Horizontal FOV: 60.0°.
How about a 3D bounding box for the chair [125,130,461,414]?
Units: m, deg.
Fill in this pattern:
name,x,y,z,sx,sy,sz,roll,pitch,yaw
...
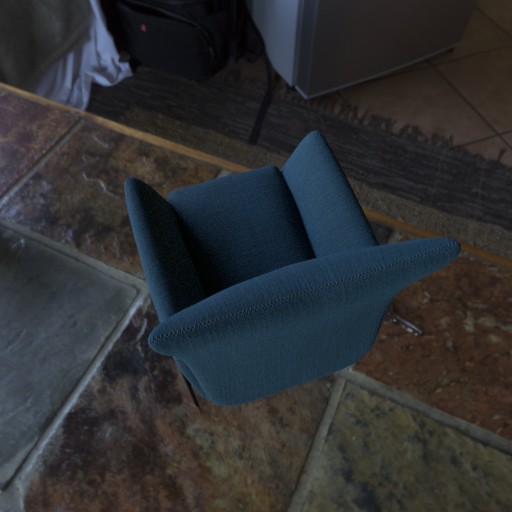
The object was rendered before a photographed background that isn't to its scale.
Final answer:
name,x,y,z,sx,sy,sz,roll,pitch,yaw
chair,0.000,0.000,1.407,0.678,0.859,0.769,-16,60,-10
